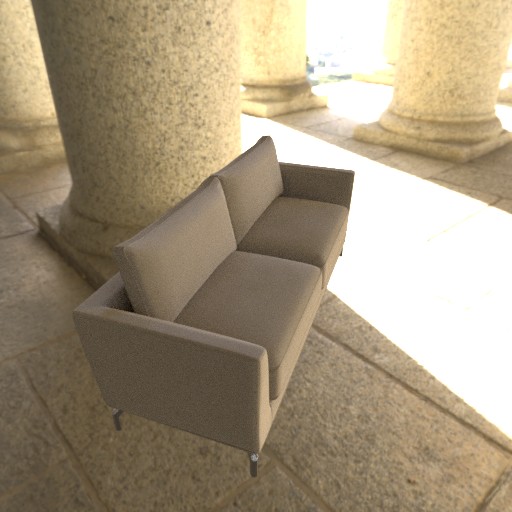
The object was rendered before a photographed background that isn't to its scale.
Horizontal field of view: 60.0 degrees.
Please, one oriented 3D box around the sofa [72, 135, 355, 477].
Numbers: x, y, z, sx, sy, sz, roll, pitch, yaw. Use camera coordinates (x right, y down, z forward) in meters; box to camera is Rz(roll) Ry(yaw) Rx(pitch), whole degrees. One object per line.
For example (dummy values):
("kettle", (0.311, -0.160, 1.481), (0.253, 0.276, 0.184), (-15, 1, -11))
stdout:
("sofa", (0.000, 0.000, 2.745), (0.868, 1.005, 2.214), (10, 32, 17))
